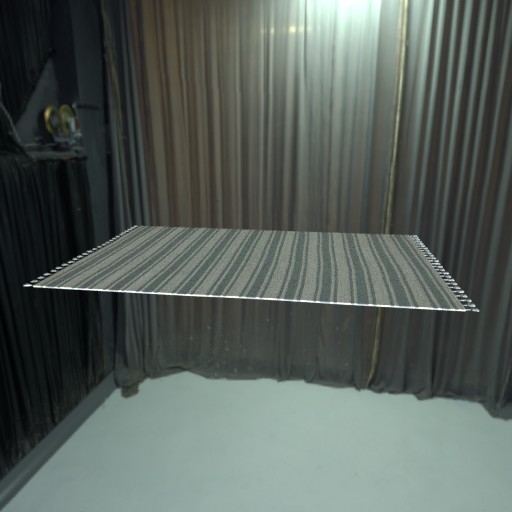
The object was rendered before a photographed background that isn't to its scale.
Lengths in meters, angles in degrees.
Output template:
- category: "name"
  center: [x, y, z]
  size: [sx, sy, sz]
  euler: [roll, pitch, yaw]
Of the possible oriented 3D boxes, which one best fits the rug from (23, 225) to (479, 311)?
- category: "rug"
  center: [0.000, 0.000, 3.028]
  size: [2.410, 0.011, 1.539]
  euler: [2, 17, 8]
